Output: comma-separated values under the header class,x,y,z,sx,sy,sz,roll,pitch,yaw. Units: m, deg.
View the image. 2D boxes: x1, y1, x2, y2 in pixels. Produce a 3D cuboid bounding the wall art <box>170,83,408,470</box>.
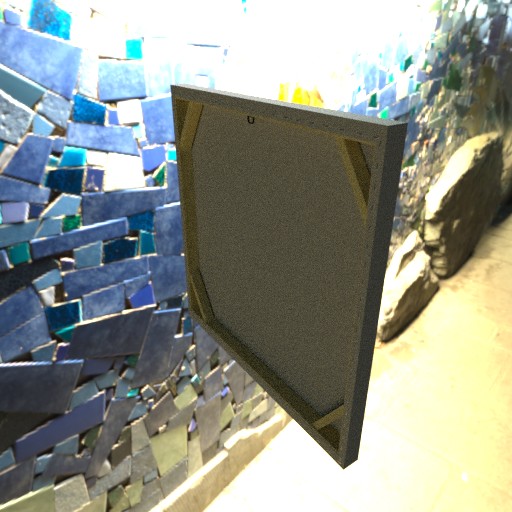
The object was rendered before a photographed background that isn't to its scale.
class,x,y,z,sx,sy,sz,roll,pitch,yaw
wall art,0.000,0.000,0.903,0.038,0.610,0.610,-17,31,-31
